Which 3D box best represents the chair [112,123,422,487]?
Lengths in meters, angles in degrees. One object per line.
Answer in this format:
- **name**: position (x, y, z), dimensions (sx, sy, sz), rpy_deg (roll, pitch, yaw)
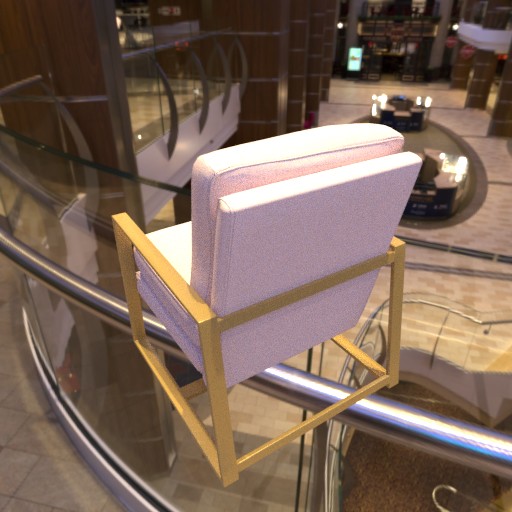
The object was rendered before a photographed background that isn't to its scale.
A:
- **chair**: position (0.000, 0.000, 1.547), dimensions (0.758, 0.956, 0.813), rpy_deg (-18, 35, -28)
